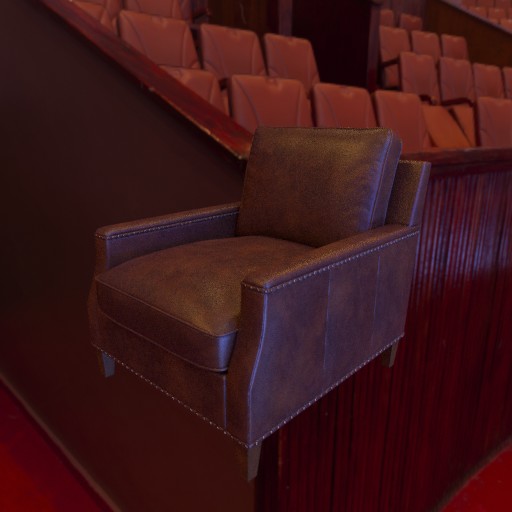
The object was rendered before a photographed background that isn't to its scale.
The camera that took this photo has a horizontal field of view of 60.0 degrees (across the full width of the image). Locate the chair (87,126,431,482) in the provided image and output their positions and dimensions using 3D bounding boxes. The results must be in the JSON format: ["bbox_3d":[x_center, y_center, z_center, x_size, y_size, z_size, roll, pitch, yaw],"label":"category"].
[{"bbox_3d":[0.000,0.000,1.657,0.853,0.929,1.014,15,22,41],"label":"chair"}]
